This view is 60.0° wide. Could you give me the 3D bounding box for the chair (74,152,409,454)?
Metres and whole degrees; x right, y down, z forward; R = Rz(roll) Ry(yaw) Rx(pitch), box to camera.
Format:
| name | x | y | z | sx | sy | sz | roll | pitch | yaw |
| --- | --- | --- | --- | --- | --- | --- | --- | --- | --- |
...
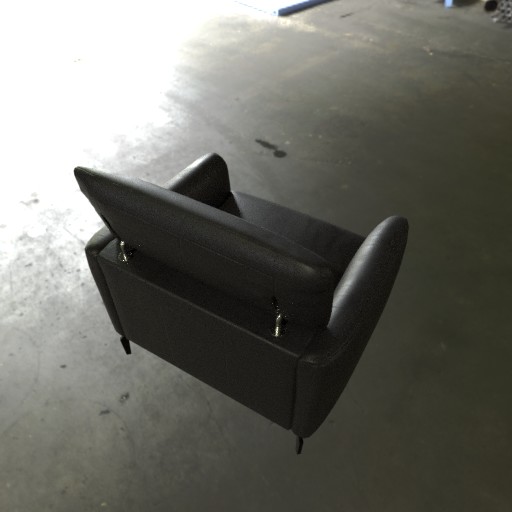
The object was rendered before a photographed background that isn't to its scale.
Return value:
| name | x | y | z | sx | sy | sz | roll | pitch | yaw |
| --- | --- | --- | --- | --- | --- | --- | --- | --- | --- |
| chair | 0.000 | 0.000 | 1.667 | 0.976 | 0.949 | 0.809 | 23 | 50 | 21 |
